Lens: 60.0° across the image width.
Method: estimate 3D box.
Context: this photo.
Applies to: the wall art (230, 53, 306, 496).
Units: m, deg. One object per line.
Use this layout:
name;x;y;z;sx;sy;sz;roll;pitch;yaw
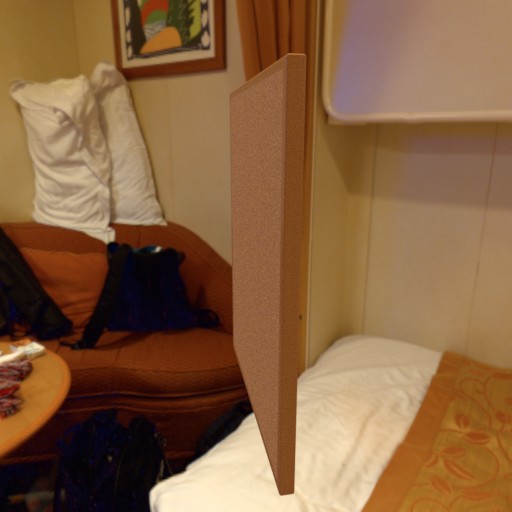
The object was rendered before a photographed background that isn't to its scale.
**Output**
wall art;0.000;0.000;0.509;0.015;0.379;0.310;-3;15;-10
